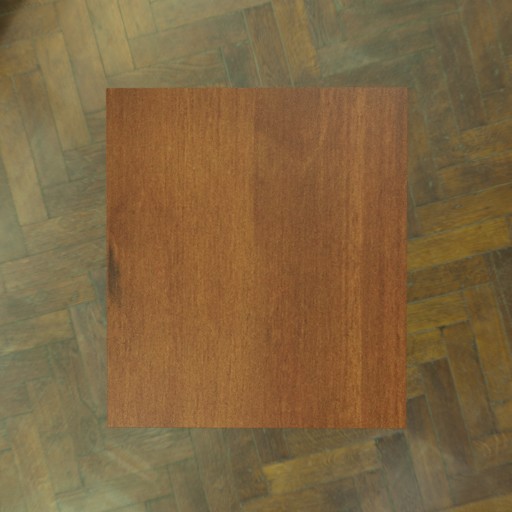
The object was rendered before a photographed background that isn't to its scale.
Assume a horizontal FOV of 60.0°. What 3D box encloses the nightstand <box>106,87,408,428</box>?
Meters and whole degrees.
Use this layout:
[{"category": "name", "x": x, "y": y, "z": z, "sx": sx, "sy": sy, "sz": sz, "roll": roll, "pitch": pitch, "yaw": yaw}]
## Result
[{"category": "nightstand", "x": 0.000, "y": 0.000, "z": 0.904, "sx": 0.411, "sy": 0.618, "sz": 0.460, "roll": 0, "pitch": 91, "yaw": 0}]
